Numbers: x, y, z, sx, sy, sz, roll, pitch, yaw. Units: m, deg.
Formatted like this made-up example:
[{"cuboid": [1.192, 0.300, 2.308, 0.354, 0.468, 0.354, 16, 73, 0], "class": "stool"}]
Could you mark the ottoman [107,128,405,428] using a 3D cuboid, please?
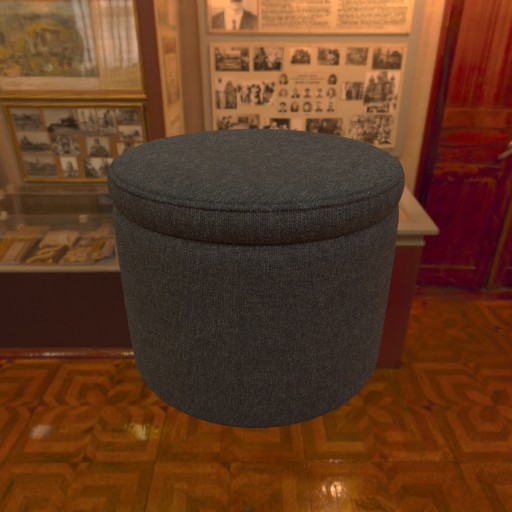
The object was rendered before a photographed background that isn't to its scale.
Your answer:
[{"cuboid": [0.000, 0.000, 0.882, 0.520, 0.430, 0.520, 0, 26, 0], "class": "ottoman"}]
